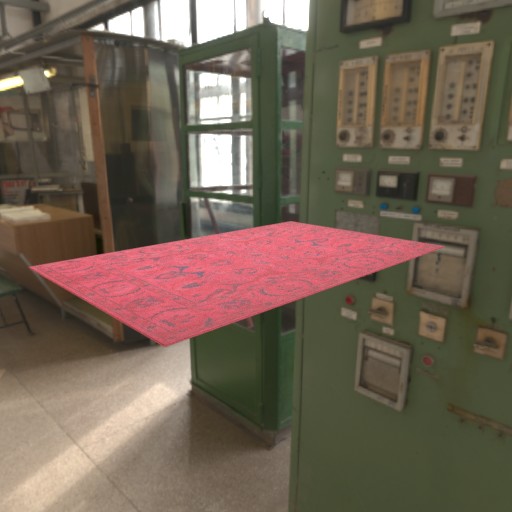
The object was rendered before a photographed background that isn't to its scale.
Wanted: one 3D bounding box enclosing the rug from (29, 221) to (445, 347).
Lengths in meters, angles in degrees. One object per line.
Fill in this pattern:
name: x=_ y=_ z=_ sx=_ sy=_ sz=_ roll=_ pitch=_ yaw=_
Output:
rug: x=0.000 y=0.000 z=3.014 sx=2.423 sy=0.010 sz=1.534 roll=-13 pitch=19 yaw=-42
